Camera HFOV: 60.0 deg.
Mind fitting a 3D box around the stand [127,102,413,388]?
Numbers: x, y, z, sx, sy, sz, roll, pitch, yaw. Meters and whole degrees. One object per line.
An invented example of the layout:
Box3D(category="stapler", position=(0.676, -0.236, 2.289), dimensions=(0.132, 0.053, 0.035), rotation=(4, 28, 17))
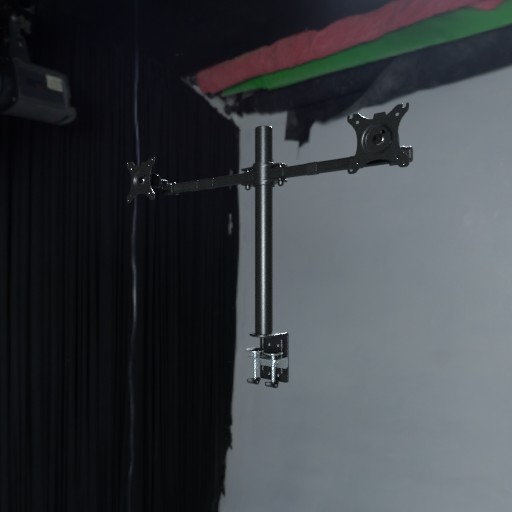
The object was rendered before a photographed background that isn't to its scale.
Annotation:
Box3D(category="stand", position=(0.000, 0.000, 1.014), dimensions=(0.743, 0.603, 0.150), rotation=(-1, -1, 36))
